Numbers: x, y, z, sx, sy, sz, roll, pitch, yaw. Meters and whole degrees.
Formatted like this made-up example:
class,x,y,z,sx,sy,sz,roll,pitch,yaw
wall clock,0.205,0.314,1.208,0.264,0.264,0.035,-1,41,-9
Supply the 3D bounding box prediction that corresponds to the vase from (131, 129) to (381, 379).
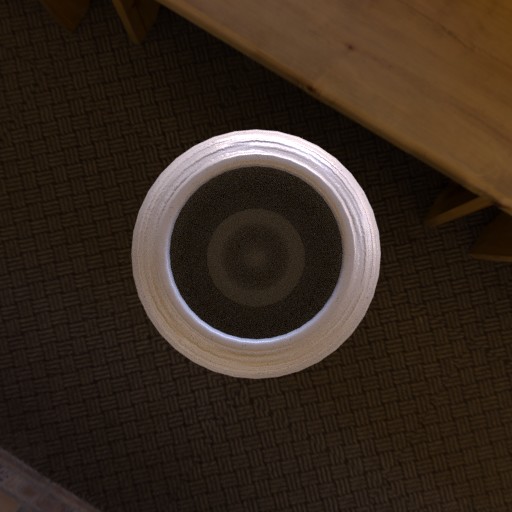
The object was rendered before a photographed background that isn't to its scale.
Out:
class,x,y,z,sx,sy,sz,roll,pitch,yaw
vase,0.000,0.000,0.467,0.202,0.335,0.202,0,89,0
